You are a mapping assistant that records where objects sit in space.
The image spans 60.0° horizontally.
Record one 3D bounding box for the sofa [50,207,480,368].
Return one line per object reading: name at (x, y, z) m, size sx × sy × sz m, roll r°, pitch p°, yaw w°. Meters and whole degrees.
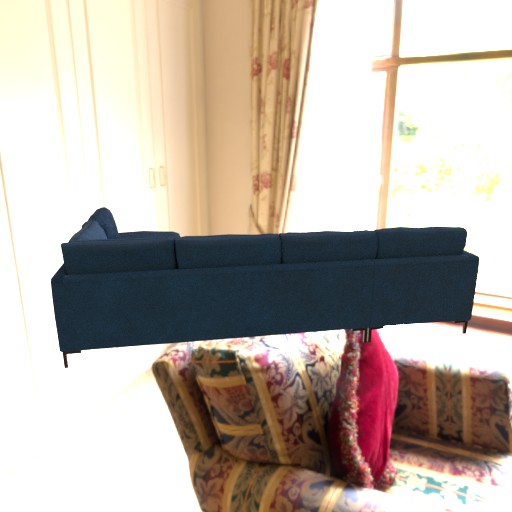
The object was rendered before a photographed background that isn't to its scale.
sofa at (0.000, 0.000, 3.295) m, size 2.486 × 0.687 × 1.707 m, roll -3°, pitch 16°, yaw -10°
